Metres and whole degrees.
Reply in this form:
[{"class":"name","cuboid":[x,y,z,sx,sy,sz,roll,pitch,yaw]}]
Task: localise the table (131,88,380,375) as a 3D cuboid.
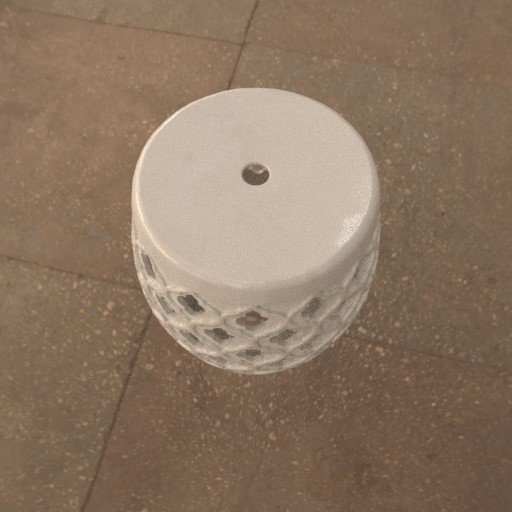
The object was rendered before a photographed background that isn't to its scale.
[{"class":"table","cuboid":[0.000,0.000,0.639,0.325,0.388,0.325,0,63,0]}]
